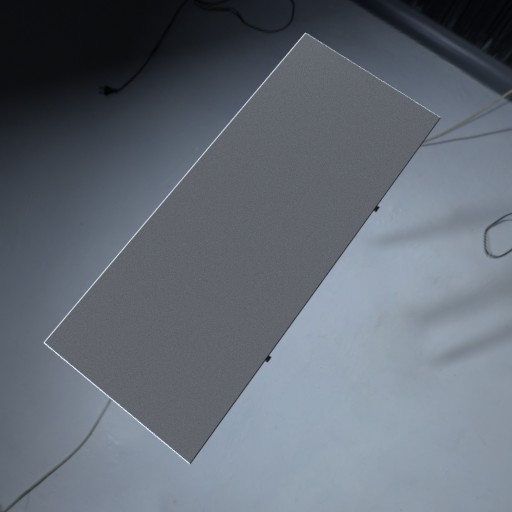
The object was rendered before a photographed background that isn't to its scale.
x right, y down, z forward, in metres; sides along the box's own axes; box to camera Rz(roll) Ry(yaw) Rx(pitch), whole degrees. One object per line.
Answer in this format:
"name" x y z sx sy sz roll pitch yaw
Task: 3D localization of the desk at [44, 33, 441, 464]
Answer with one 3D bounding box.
"desk" 0.000 0.000 1.610 0.504 0.762 1.191 36 79 8
